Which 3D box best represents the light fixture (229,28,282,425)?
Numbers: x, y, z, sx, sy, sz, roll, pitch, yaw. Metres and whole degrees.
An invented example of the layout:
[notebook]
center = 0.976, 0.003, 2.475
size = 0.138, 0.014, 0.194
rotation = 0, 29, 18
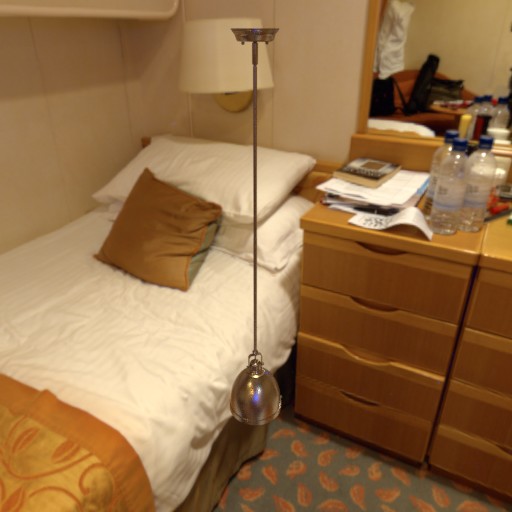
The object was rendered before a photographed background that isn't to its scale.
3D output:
[light fixture]
center = 0.000, 0.000, 1.497
size = 0.217, 1.367, 0.211
rotation = -8, 29, -16
